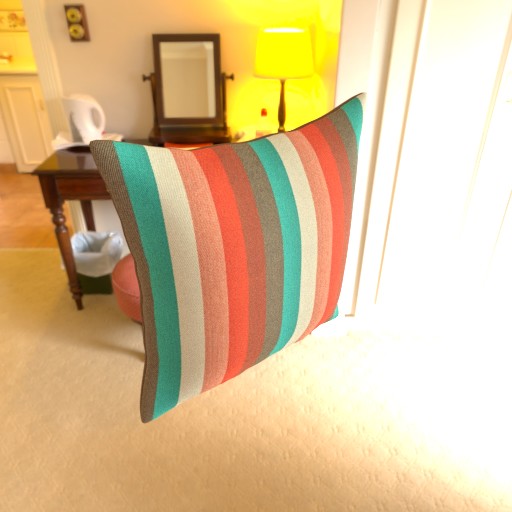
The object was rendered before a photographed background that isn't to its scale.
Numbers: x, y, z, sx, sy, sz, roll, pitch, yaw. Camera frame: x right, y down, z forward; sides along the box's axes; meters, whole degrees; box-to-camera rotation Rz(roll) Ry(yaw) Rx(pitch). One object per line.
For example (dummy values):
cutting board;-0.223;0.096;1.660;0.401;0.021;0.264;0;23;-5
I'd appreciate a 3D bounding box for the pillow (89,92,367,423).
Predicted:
pillow;0.000;0.000;0.697;0.453;0.443;0.168;-22;36;-33
